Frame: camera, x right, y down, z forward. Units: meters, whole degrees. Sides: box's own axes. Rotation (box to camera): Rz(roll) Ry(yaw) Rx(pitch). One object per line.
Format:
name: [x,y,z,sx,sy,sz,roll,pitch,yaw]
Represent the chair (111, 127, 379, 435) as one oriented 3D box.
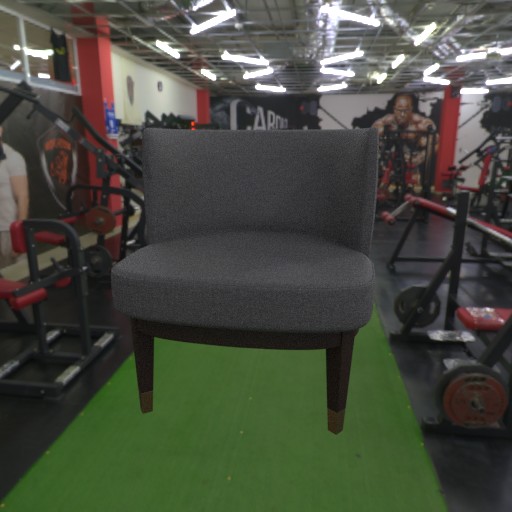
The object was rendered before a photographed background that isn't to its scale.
chair: [0.000,0.000,1.244,0.639,0.695,0.698,3,15,10]
